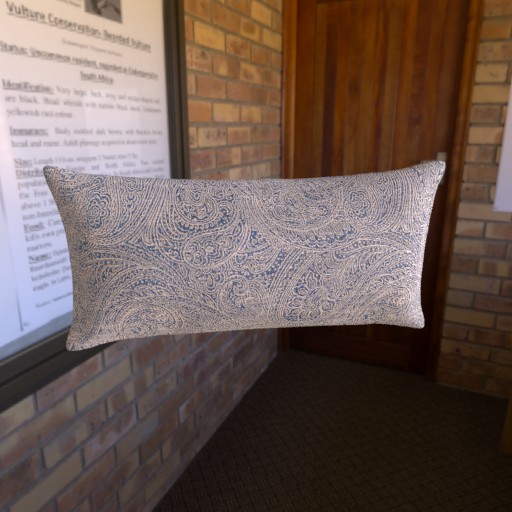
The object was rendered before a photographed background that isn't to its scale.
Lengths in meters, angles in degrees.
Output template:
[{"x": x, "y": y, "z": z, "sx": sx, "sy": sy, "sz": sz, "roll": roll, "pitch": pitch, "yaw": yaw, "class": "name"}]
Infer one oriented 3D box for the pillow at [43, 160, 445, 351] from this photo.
[{"x": 0.000, "y": 0.000, "z": 0.713, "sx": 0.615, "sy": 0.295, "sz": 0.151, "roll": -2, "pitch": 16, "yaw": -7, "class": "pillow"}]
